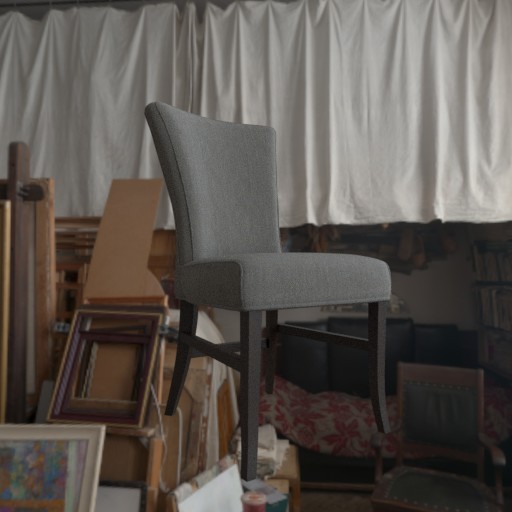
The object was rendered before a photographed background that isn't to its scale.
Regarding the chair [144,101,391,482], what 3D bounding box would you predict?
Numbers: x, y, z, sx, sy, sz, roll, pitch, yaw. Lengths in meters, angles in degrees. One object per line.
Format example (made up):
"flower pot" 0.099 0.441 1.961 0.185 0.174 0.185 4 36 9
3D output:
"chair" 0.000 0.000 1.358 0.520 0.991 0.660 1 -1 -36
